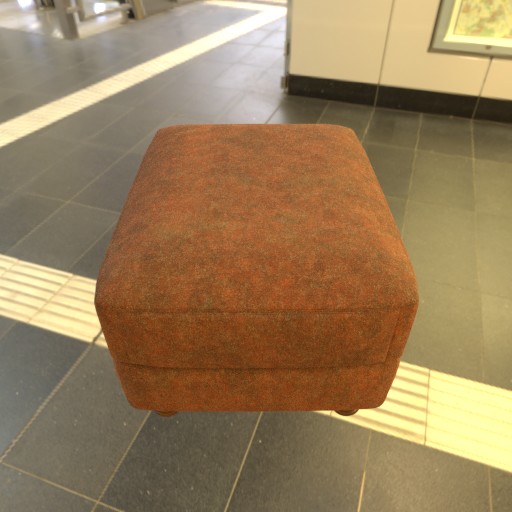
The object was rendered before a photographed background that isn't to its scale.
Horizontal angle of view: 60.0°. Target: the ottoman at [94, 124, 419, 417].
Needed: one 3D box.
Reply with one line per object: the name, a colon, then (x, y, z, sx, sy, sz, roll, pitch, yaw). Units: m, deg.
ottoman: (0.000, 0.000, 1.169, 0.635, 0.508, 0.787, 0, 40, 0)
